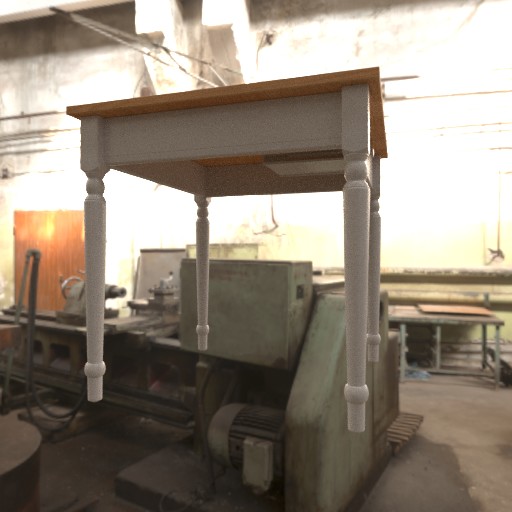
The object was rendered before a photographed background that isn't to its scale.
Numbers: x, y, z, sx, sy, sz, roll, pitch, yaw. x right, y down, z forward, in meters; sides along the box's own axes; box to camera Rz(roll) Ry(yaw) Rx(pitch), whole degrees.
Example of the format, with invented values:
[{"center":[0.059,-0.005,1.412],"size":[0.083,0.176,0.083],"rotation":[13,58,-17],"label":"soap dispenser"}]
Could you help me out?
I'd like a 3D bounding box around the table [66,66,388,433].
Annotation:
[{"center":[0.000,0.000,1.334],"size":[0.747,0.738,0.747],"rotation":[0,0,18],"label":"table"}]
